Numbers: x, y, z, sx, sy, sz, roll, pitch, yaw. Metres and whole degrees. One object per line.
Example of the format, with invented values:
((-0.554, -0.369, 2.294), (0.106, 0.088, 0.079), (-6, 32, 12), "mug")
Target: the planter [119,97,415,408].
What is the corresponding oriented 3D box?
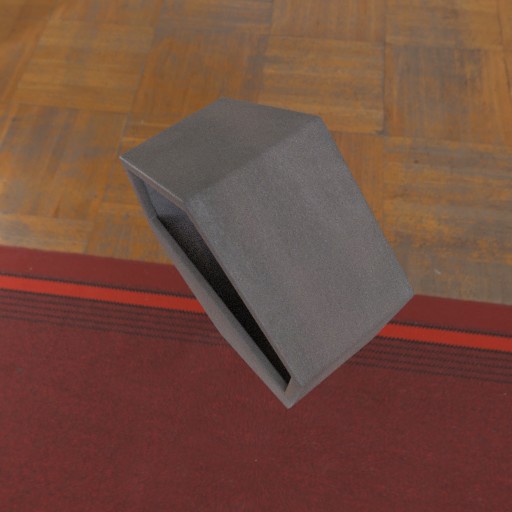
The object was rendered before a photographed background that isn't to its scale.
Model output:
((0.000, 0.000, 0.289), (0.077, 0.206, 0.169), (-35, 70, -15), "planter")
